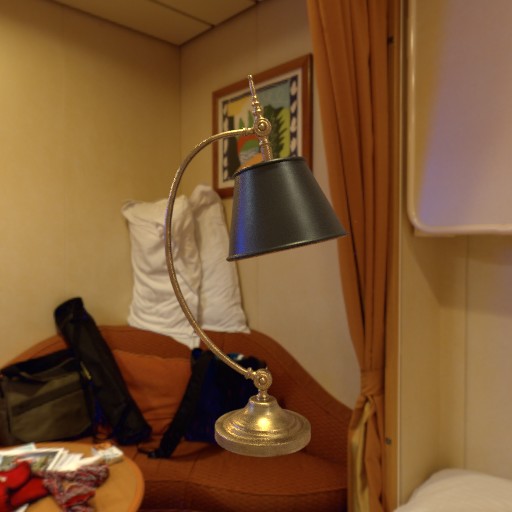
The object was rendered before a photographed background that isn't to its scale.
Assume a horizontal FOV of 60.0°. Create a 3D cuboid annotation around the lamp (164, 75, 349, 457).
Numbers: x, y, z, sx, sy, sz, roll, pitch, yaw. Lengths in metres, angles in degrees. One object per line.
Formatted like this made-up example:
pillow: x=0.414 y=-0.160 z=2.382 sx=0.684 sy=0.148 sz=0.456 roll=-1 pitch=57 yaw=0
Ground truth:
lamp: x=0.000 y=0.000 z=0.835 sx=0.344 sy=0.675 sz=0.235 roll=0 pitch=1 yaw=0
